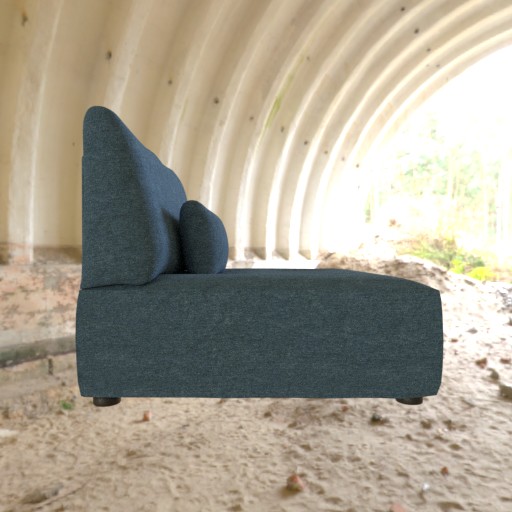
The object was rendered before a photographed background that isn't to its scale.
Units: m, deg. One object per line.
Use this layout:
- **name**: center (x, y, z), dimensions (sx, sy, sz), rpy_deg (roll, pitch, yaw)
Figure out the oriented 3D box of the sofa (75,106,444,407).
- **sofa**: center (0.000, 0.000, 1.639), dimensions (1.000, 0.820, 0.930), rpy_deg (0, 0, 0)
